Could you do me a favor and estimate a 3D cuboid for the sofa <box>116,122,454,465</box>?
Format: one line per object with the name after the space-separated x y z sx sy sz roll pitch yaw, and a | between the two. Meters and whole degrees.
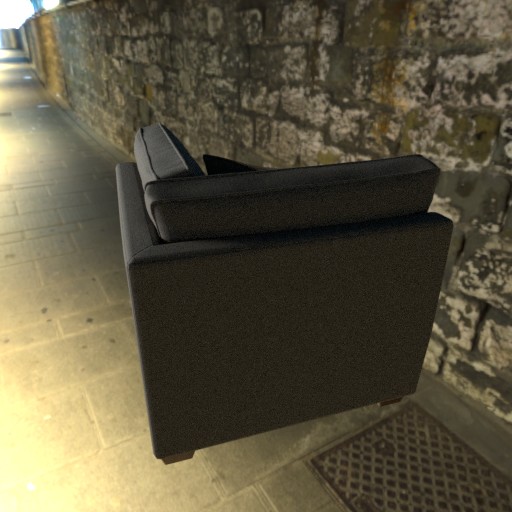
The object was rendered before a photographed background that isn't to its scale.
0.000 0.000 1.945 1.084 1.002 1.146 -8 27 -15 | sofa
